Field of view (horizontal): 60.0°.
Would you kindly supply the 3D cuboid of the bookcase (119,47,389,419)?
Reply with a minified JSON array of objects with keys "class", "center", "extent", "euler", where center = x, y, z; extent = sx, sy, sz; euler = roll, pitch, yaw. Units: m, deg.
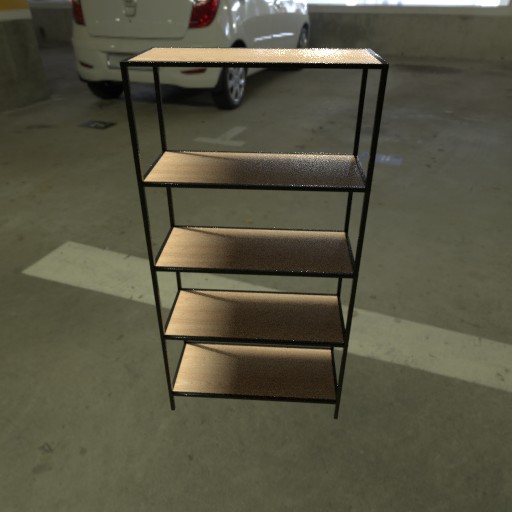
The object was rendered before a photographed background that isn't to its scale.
[{"class":"bookcase","center":[0.000,0.000,1.798],"extent":[0.770,1.500,0.350],"euler":[2,31,3]}]
